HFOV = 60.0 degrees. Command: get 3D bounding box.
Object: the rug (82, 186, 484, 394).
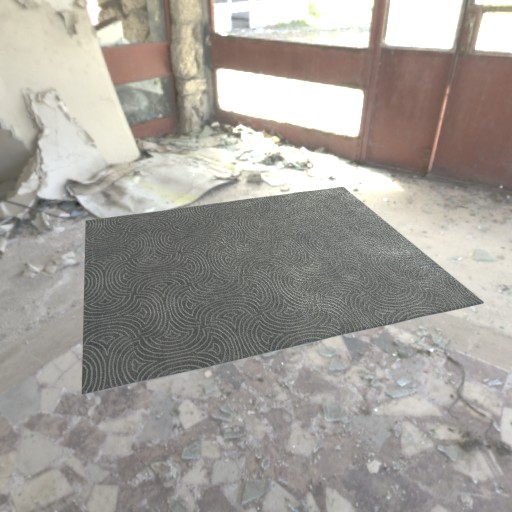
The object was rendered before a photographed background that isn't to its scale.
[{"bbox_3d":[0.000,0.000,4.130,3.042,0.021,2.456,-9,33,-15],"label":"rug"}]
